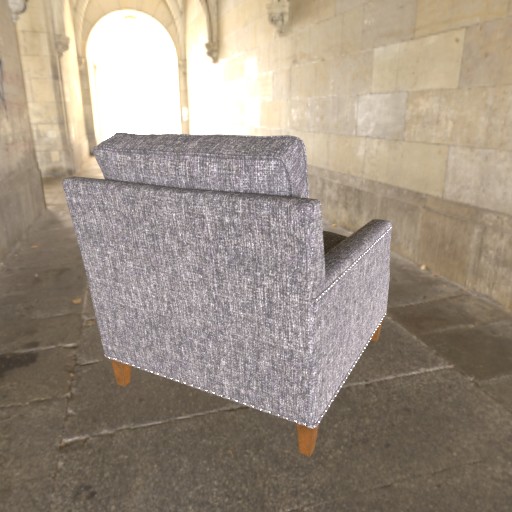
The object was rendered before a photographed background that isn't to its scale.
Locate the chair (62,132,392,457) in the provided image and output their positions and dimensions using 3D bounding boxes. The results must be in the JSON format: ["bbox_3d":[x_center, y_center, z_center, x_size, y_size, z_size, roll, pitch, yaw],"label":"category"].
[{"bbox_3d":[0.000,0.000,1.714,0.853,0.943,1.014,9,20,27],"label":"chair"}]
